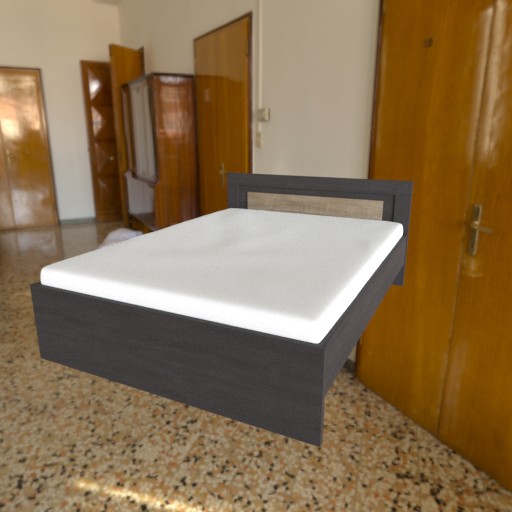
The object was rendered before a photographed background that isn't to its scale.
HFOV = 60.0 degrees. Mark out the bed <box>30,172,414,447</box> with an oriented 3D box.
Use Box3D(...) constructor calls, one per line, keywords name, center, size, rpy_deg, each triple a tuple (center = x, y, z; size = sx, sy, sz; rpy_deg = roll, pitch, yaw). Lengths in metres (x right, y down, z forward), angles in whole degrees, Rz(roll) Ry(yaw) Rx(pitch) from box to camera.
Box3D(name="bed", center=(0.000, 0.000, 2.850), size=(1.585, 0.823, 2.073), rpy_deg=(8, 18, 25))
